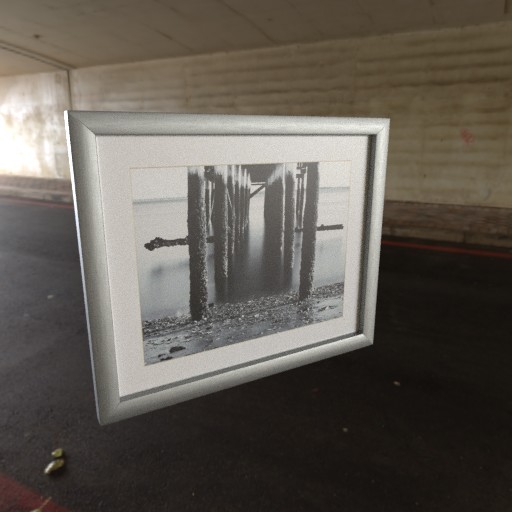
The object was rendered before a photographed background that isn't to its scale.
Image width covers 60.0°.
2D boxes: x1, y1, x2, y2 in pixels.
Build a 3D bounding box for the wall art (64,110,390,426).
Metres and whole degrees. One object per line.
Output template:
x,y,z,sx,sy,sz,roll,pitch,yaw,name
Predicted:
0.000,0.000,0.754,0.556,0.457,0.028,-9,17,-28,wall art
